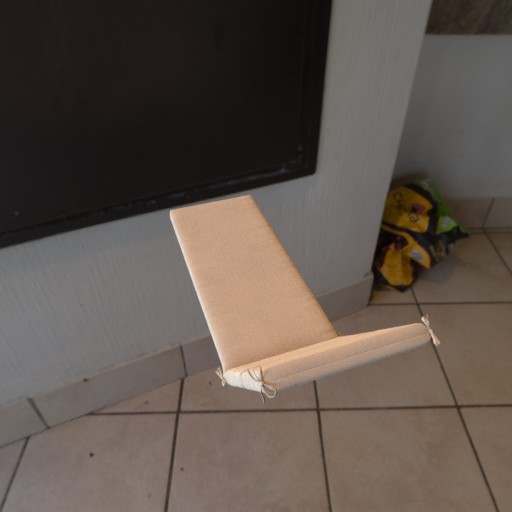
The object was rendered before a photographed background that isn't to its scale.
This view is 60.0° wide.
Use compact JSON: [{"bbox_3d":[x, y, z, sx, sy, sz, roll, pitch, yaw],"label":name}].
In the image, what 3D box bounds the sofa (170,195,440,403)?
[{"bbox_3d":[0.000,0.000,1.958,0.582,0.622,1.663,-13,43,-15],"label":"sofa"}]
